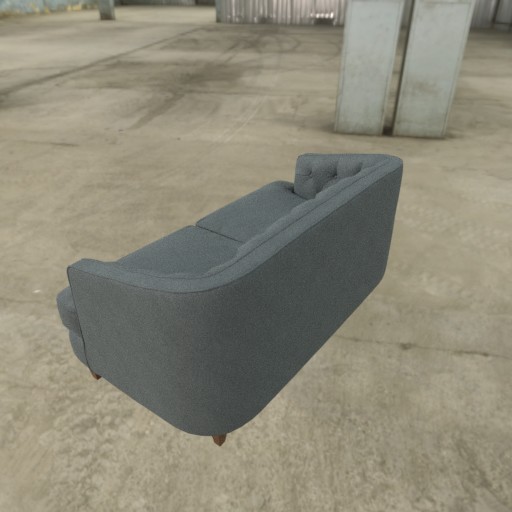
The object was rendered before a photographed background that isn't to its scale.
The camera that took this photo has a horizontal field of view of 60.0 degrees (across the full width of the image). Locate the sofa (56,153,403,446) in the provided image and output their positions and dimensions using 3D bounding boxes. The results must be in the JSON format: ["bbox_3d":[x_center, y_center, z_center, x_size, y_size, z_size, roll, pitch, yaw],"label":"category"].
[{"bbox_3d":[0.000,0.000,2.270,0.941,0.855,1.733,21,37,31],"label":"sofa"}]
